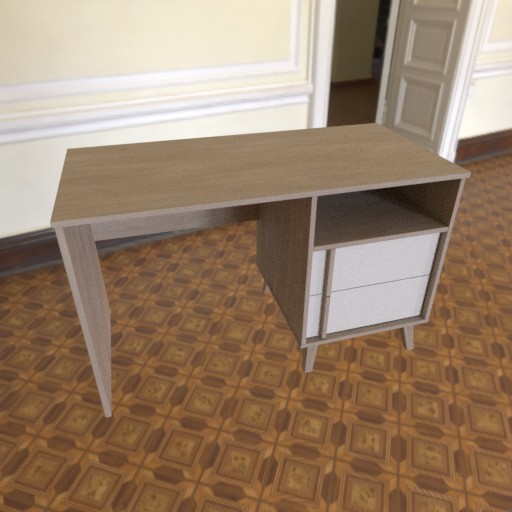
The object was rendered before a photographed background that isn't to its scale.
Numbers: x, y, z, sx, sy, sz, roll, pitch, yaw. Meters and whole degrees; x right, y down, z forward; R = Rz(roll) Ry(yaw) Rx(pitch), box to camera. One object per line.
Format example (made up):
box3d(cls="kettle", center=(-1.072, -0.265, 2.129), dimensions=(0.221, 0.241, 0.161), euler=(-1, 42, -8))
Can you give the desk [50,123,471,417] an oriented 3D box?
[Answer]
box3d(cls="desk", center=(0.000, 0.000, 1.709), dimensions=(1.251, 0.770, 0.600), euler=(-9, 33, -14))
